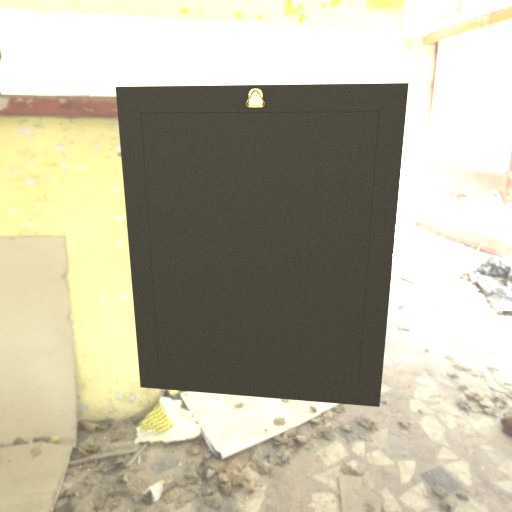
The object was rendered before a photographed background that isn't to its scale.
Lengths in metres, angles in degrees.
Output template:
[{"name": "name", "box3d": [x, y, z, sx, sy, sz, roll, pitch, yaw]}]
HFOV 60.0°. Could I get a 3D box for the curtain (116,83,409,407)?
[{"name": "curtain", "box3d": [0.000, 0.000, 0.811, 0.483, 0.585, 0.027, 2, 16, 8]}]
